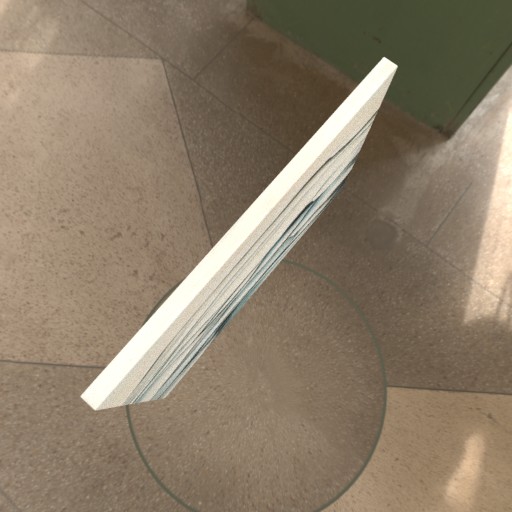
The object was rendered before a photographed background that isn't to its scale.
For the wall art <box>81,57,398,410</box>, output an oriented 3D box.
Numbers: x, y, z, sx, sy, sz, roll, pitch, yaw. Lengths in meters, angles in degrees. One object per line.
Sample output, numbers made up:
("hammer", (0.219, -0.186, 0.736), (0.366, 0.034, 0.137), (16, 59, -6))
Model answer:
("wall art", (0.000, 0.000, 1.154), (0.039, 0.609, 0.914), (39, 78, 10))
